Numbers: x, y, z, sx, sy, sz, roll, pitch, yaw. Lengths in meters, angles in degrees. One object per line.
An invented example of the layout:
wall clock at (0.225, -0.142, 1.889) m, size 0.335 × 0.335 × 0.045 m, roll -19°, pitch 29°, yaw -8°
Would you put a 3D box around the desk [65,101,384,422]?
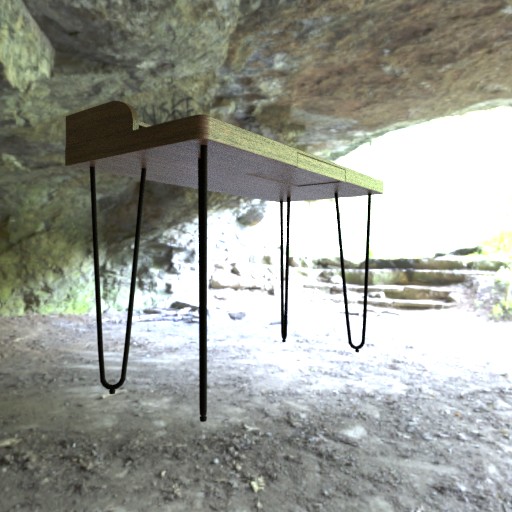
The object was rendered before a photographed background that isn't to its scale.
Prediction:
desk at (0.000, 0.000, 1.669) m, size 0.565 × 0.854 × 1.200 m, roll 0°, pitch 0°, yaw 36°
